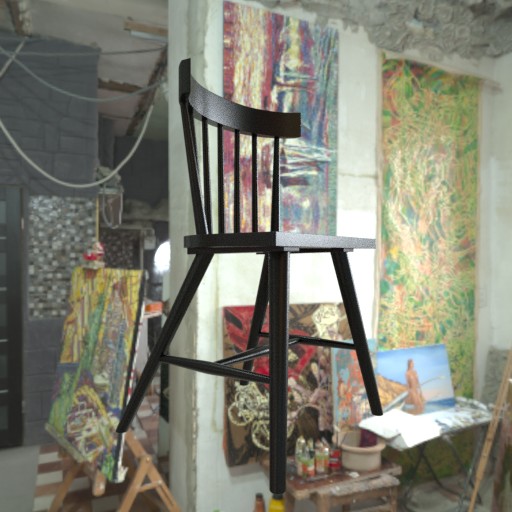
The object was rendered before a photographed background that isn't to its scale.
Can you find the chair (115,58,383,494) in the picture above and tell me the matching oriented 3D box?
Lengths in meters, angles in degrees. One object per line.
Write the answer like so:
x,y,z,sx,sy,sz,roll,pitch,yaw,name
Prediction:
0.000,0.000,1.124,0.483,0.844,0.506,0,0,37,chair
